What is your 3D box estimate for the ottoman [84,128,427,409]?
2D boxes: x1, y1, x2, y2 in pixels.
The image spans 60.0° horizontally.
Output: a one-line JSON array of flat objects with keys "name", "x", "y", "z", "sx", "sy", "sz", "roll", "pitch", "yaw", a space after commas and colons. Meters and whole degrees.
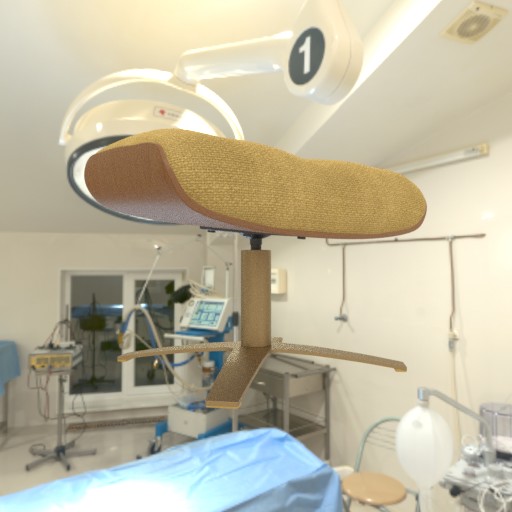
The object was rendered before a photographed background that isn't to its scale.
[{"name": "ottoman", "x": 0.000, "y": 0.000, "z": 0.807, "sx": 0.520, "sy": 0.391, "sz": 0.394, "roll": 1, "pitch": -2, "yaw": -35}]
